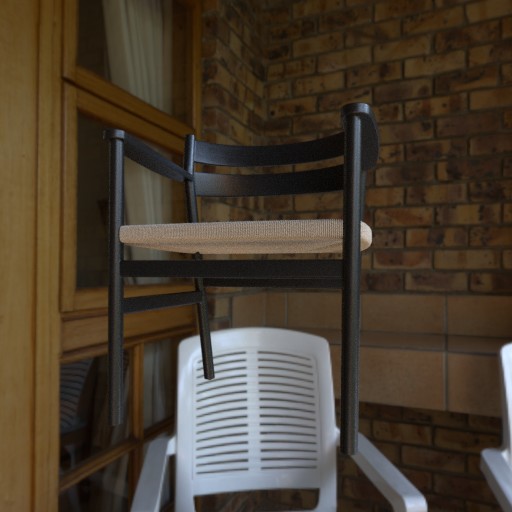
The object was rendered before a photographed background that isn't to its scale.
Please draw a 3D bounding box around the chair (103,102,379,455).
[{"bbox_3d":[0.000,0.000,1.161,0.630,0.775,0.508,0,-1,17],"label":"chair"}]
